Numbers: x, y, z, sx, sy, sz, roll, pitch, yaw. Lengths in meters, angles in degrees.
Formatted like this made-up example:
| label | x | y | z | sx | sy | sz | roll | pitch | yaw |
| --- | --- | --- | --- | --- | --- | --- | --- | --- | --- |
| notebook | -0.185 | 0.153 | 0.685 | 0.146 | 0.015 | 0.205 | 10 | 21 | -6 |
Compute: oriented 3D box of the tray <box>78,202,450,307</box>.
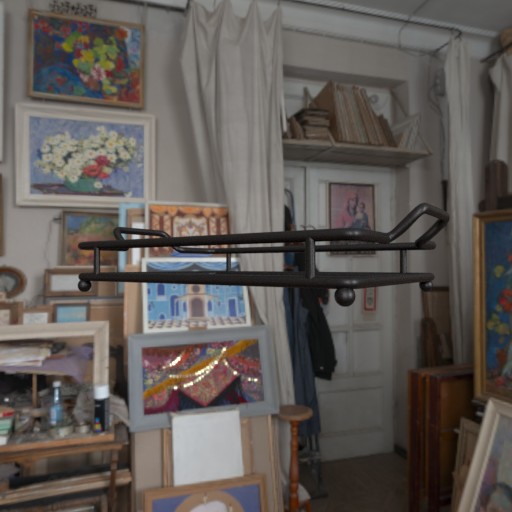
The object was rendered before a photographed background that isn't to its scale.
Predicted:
| label | x | y | z | sx | sy | sz | roll | pitch | yaw |
| --- | --- | --- | --- | --- | --- | --- | --- | --- | --- |
| tray | 0.000 | 0.000 | 0.626 | 0.495 | 0.101 | 0.297 | -1 | -2 | 35 |
